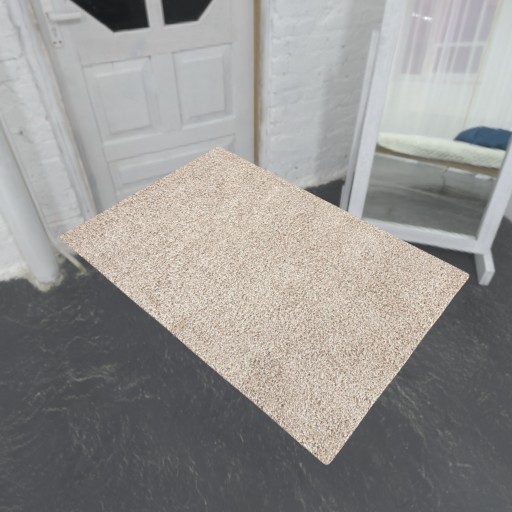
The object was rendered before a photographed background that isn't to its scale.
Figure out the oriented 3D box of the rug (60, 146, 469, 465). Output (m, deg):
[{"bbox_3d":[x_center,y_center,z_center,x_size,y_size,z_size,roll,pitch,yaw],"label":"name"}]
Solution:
[{"bbox_3d":[0.000,0.000,2.310,1.778,0.030,1.219,33,54,28],"label":"rug"}]
